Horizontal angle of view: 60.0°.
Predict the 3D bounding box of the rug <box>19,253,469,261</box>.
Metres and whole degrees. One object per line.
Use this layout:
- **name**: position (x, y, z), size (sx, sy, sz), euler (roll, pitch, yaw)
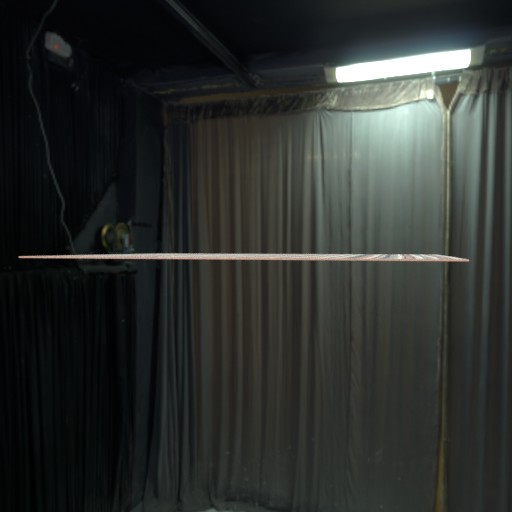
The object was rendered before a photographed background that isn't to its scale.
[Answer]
- **rug**: position (0.000, 0.000, 2.273), size (1.829, 0.008, 1.219), euler (0, 1, 18)
